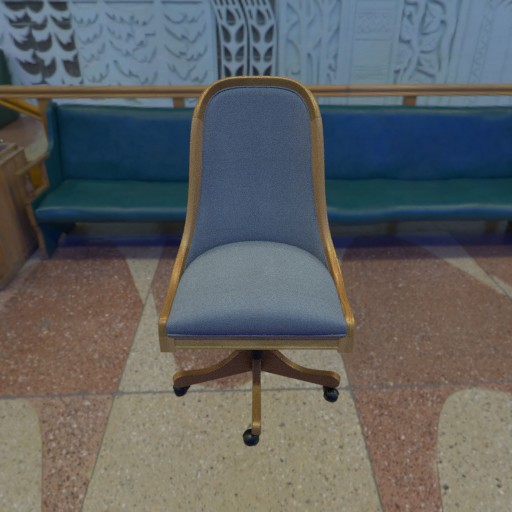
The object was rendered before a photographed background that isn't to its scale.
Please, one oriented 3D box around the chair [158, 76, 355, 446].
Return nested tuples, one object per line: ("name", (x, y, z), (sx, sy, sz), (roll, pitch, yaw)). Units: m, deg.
("chair", (0.000, 0.000, 1.490), (0.605, 1.031, 0.735), (0, 30, 0))
